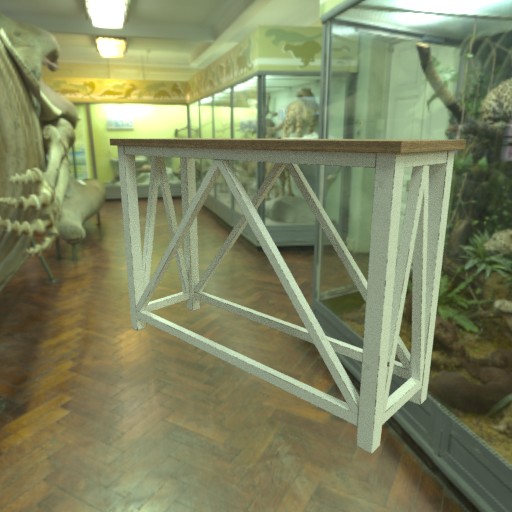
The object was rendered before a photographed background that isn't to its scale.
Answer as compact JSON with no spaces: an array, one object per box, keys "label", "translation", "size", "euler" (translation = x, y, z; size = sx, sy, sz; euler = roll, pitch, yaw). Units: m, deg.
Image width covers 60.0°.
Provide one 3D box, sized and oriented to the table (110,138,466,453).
[{"label":"table","translation":[0.000,0.000,1.824],"size":[1.400,0.930,0.450],"euler":[14,20,41]}]
